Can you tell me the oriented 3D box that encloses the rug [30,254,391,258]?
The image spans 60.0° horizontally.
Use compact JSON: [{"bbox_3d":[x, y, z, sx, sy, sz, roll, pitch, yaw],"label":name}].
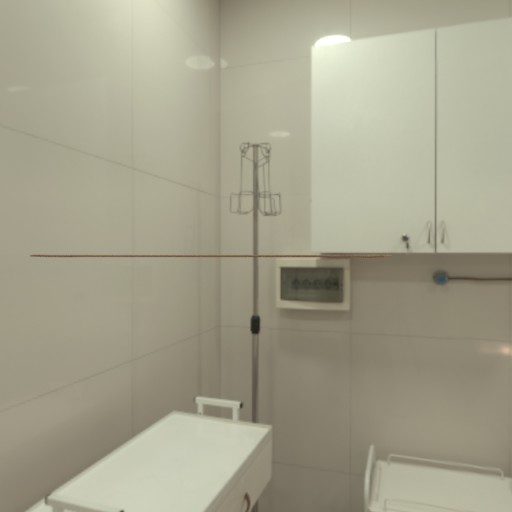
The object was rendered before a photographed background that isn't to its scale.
[{"bbox_3d":[0.000,0.000,4.288,2.479,0.023,3.092,0,0,18],"label":"rug"}]
